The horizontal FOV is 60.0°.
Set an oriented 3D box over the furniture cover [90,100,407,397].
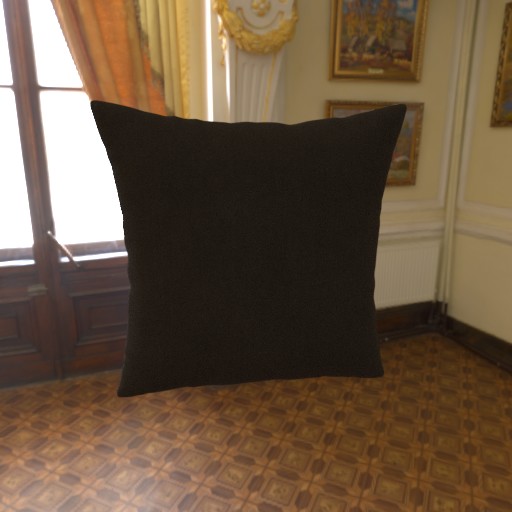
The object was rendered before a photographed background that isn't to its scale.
[{"bbox_3d":[0.000,0.000,0.773,0.511,0.509,0.161,-2,15,-8],"label":"furniture cover"}]
